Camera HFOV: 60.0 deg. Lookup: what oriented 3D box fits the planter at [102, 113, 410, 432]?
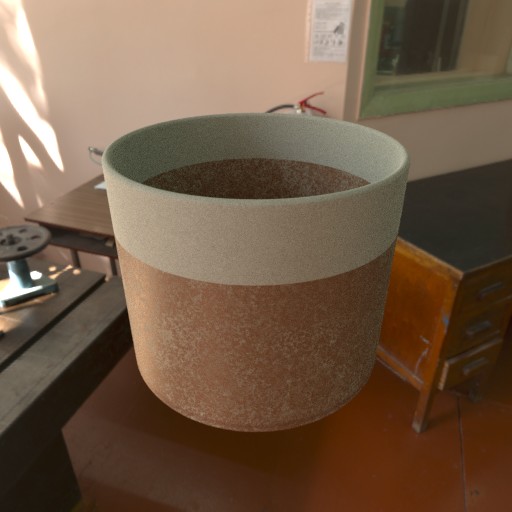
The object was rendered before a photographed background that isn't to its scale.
[{"bbox_3d":[0.000,0.000,0.271,0.159,0.138,0.159,0,30,0],"label":"planter"}]
